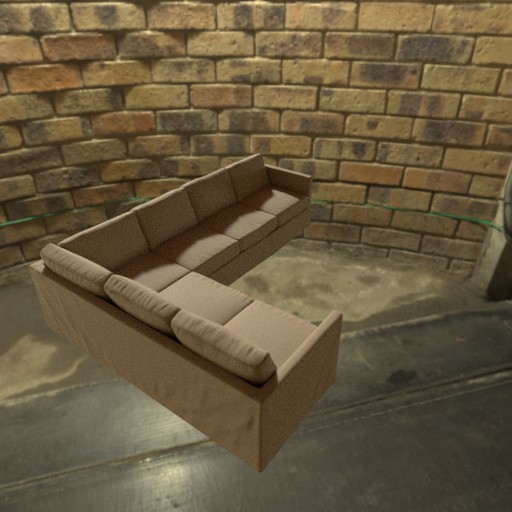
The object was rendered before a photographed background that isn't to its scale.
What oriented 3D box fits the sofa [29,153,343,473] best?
[{"bbox_3d":[0.000,0.000,4.307,2.432,0.871,3.182,21,37,30],"label":"sofa"}]
